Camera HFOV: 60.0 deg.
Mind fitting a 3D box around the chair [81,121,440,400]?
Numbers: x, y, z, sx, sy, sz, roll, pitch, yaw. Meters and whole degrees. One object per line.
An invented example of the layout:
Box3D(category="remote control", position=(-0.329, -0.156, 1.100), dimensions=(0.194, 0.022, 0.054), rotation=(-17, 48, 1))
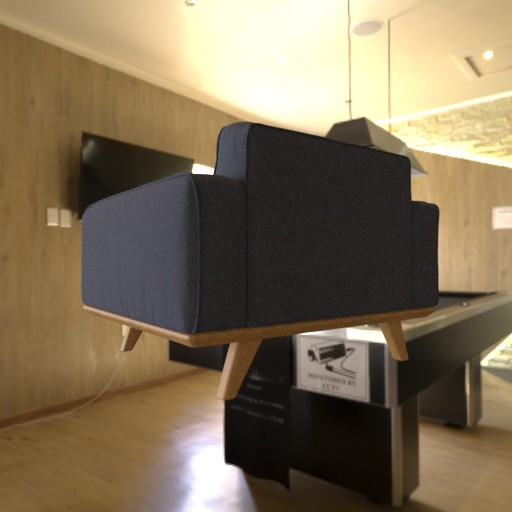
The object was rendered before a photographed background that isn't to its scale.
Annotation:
Box3D(category="chair", position=(0.000, 0.000, 1.759), dimensions=(1.118, 0.783, 0.953), rotation=(0, 0, -36))
